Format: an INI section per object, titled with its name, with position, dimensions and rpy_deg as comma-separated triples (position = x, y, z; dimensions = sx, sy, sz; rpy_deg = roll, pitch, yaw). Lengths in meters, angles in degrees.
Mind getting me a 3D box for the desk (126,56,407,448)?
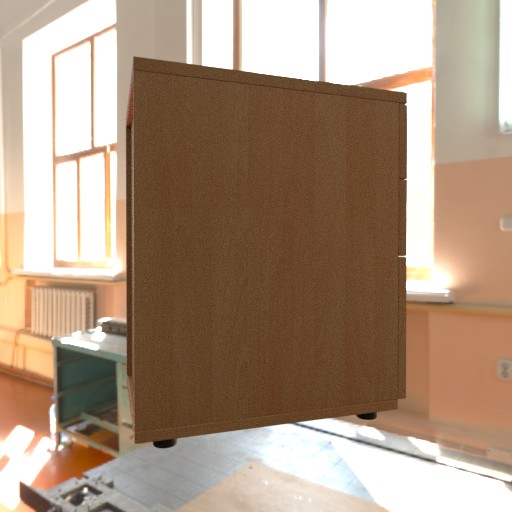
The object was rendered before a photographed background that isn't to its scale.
[desk]
position = 0.000, 0.000, 1.092
dimensions = 0.600, 0.730, 0.404
rpy_deg = 0, 1, -18
